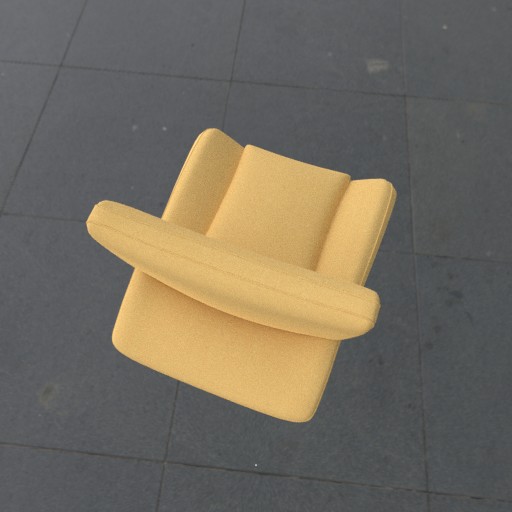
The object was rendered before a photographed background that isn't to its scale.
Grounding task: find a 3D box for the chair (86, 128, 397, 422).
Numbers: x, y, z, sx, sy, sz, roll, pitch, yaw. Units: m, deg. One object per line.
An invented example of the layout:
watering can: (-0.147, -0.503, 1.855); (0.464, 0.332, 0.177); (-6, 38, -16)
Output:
chair: (0.000, 0.000, 1.654); (0.859, 0.855, 1.008); (19, 66, 9)
